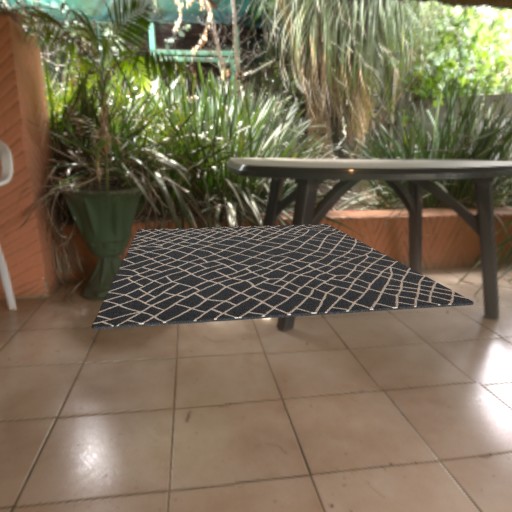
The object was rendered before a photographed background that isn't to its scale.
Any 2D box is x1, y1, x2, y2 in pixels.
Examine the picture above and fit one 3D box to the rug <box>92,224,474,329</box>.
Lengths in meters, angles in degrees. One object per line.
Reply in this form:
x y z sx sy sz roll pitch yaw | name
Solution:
0.000 0.000 4.189 2.439 0.022 3.047 -2 14 -9 | rug
